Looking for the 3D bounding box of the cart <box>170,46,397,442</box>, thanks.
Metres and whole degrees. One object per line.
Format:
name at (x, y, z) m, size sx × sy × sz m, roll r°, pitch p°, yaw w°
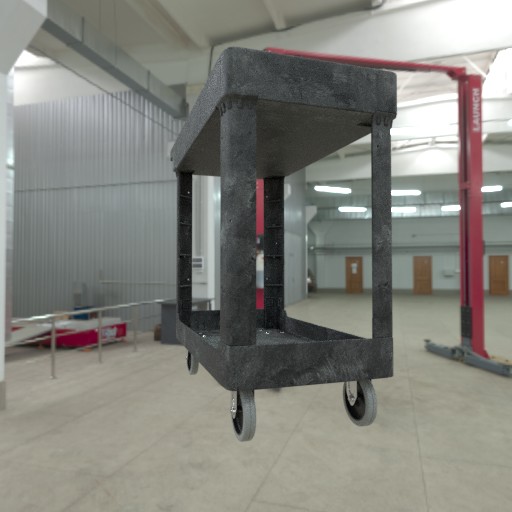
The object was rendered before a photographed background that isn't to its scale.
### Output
cart at (0.000, 0.000, 1.357) m, size 0.420 × 0.824 × 0.877 m, roll 0°, pitch -2°, yaw -18°
